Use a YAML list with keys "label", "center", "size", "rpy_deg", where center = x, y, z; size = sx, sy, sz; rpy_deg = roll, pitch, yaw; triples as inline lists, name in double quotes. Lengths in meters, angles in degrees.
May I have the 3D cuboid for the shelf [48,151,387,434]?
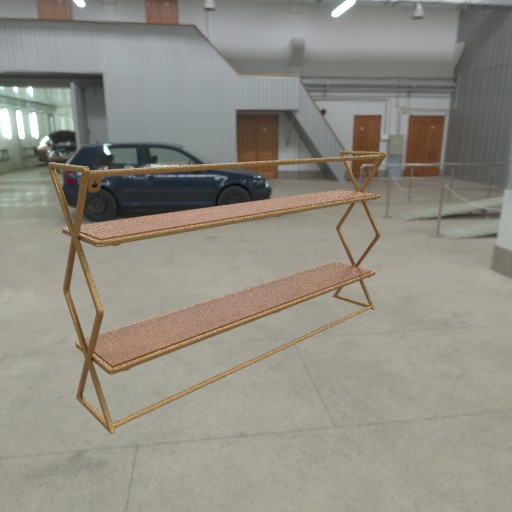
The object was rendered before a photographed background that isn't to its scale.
- label: "shelf"
  center: [0.000, 0.000, 1.023]
  size: [0.822, 0.450, 0.150]
  rpy_deg: [-14, 21, -41]
